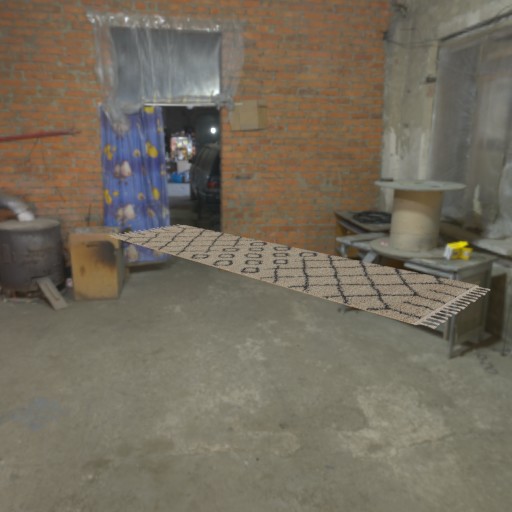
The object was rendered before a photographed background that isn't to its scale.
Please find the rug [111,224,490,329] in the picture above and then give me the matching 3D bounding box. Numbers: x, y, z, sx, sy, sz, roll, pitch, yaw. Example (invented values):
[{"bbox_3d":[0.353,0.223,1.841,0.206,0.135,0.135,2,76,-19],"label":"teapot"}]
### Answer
[{"bbox_3d":[0.000,0.000,2.679,2.464,0.005,0.660,13,19,43],"label":"rug"}]
